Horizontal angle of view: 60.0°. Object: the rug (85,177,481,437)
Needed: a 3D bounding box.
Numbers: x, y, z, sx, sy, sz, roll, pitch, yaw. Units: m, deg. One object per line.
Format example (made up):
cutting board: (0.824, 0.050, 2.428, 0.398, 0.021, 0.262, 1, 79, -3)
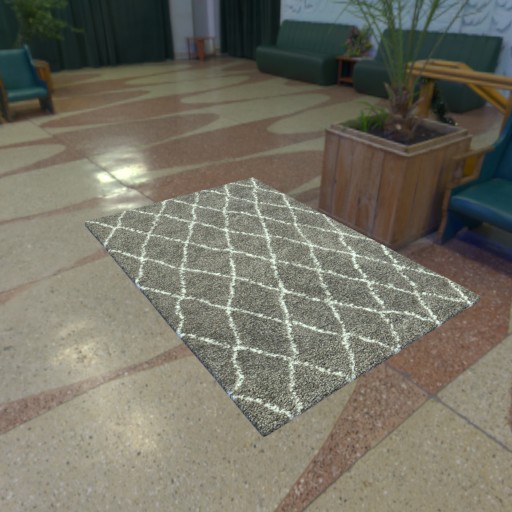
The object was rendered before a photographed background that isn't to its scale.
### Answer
rug: (0.000, 0.000, 2.297, 1.219, 0.030, 1.778, -21, 37, -30)
